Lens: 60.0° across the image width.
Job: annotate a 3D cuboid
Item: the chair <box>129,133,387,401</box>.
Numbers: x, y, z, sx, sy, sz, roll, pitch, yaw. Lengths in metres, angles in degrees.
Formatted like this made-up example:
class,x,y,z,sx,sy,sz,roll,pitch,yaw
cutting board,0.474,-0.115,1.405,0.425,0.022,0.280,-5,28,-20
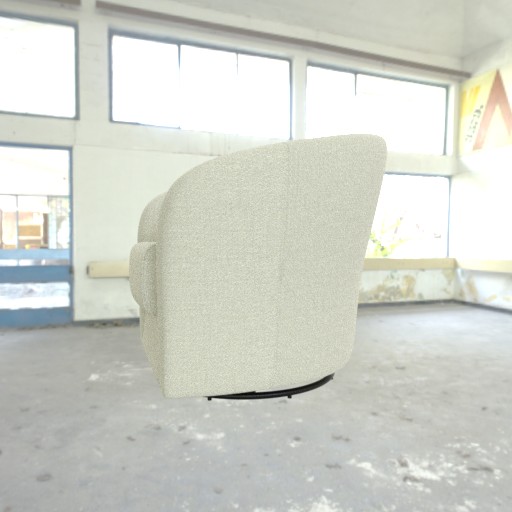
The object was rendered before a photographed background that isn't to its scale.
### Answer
class,x,y,z,sx,sy,sz,roll,pitch,yaw
chair,0.000,0.000,1.489,0.815,0.771,0.791,-1,2,-19
